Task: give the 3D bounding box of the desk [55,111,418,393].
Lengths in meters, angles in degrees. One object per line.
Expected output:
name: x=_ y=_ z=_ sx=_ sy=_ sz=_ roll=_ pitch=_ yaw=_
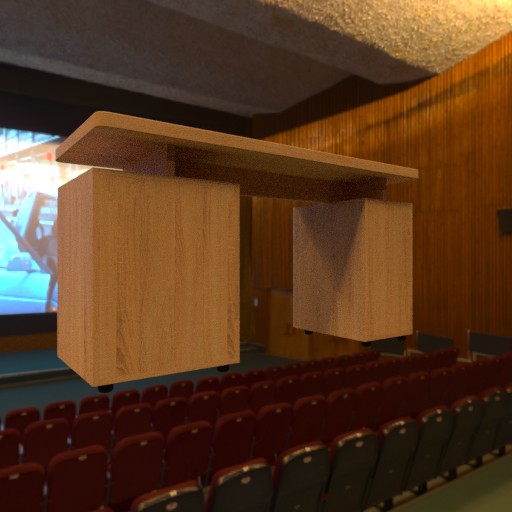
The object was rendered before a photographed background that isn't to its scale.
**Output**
desk: x=0.000 y=0.000 z=1.781 sx=1.400 sy=0.760 sz=0.550 roll=0 pitch=0 yaw=-35
